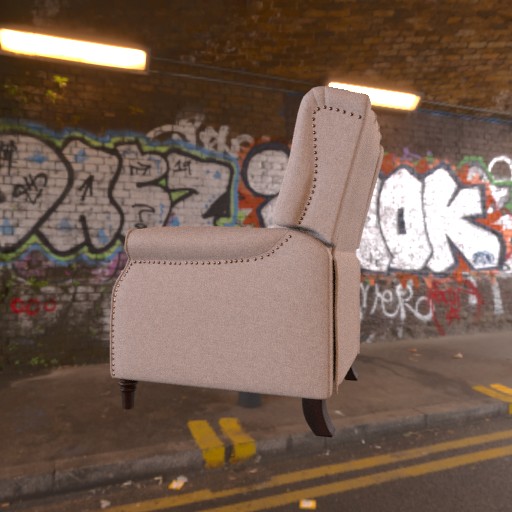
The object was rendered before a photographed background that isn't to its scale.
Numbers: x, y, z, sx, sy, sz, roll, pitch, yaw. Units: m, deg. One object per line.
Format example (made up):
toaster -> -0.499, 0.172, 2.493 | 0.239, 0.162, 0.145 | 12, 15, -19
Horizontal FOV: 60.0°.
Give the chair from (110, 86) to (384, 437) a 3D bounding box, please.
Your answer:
chair -> 0.000, 0.000, 1.671 | 0.902, 1.035, 0.742 | 0, 0, 19
